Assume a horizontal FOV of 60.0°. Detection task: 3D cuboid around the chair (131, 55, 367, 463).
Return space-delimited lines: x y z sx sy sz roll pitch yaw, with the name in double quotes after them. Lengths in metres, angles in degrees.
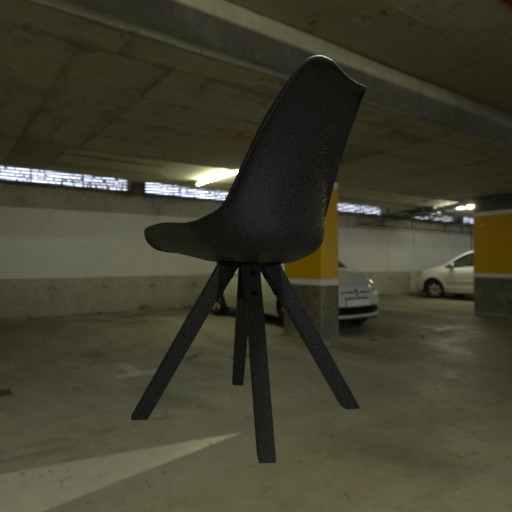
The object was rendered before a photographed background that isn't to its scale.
0.000 0.000 1.183 0.550 0.850 0.485 -1 -1 37 "chair"
